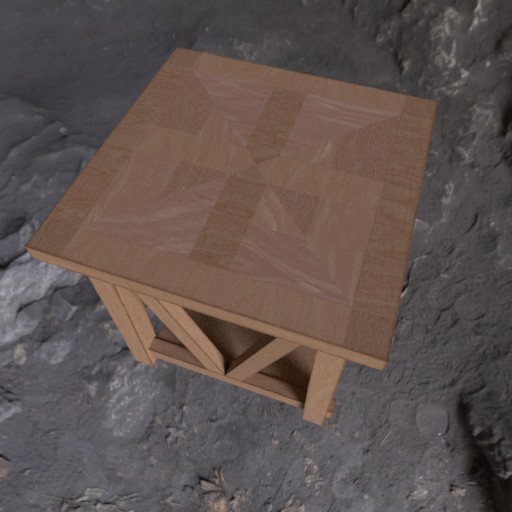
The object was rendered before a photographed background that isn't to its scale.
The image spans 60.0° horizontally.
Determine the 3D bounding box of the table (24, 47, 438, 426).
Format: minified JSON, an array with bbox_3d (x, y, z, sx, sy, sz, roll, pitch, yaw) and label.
[{"bbox_3d":[0.000,0.000,1.113,0.612,0.638,0.610,16,58,10],"label":"table"}]
